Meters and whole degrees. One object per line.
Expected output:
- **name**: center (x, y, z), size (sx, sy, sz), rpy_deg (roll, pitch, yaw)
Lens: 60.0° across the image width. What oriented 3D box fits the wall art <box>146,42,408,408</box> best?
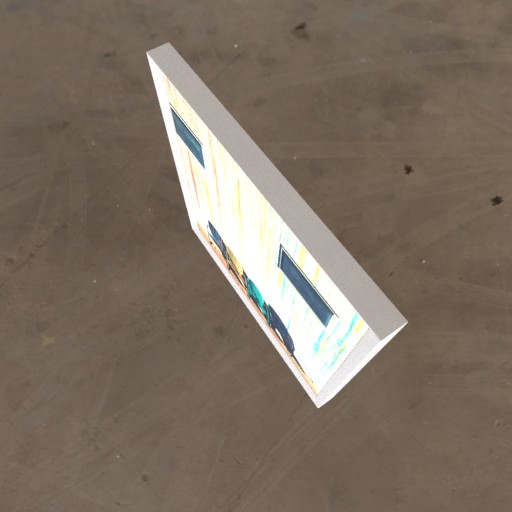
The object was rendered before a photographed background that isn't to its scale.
- **wall art**: center (0.000, 0.000, 0.773), size (0.037, 0.508, 0.508), rpy_deg (-31, 68, -14)
